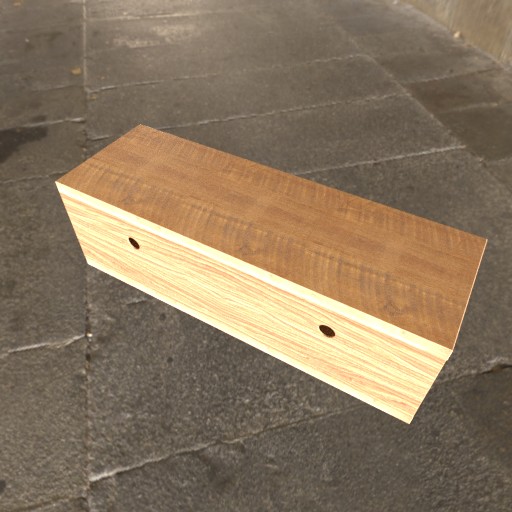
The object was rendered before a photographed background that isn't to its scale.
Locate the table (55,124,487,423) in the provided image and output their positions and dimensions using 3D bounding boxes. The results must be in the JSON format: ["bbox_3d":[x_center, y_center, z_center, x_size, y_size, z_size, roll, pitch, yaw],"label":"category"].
[{"bbox_3d":[0.000,0.000,1.769,1.499,0.491,0.499,23,50,20],"label":"table"}]
